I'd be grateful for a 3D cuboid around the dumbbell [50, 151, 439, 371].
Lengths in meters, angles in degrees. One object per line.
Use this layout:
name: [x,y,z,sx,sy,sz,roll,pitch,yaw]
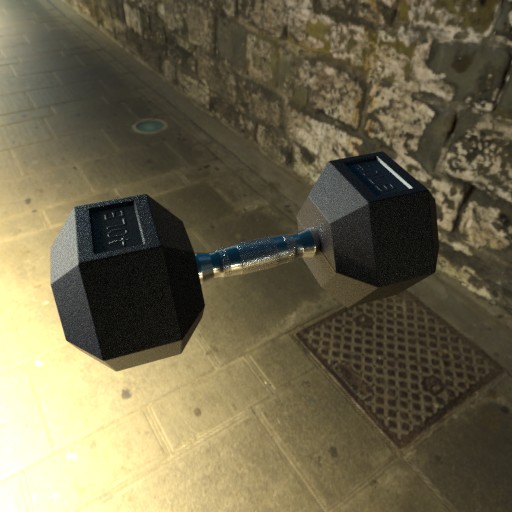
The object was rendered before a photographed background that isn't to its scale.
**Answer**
dumbbell: [0.000,0.000,0.439,0.361,0.137,0.157,-13,43,-14]
